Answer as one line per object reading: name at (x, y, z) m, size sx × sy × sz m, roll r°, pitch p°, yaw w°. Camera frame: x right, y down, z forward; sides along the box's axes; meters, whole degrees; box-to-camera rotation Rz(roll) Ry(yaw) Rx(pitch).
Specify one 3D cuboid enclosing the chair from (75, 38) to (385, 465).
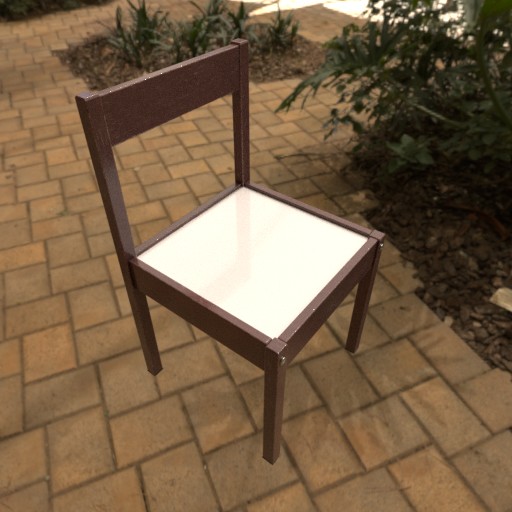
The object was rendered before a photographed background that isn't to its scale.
chair at (0.000, 0.000, 0.666) m, size 0.285 × 0.505 × 0.285 m, roll 26°, pitch 47°, yaw 28°
